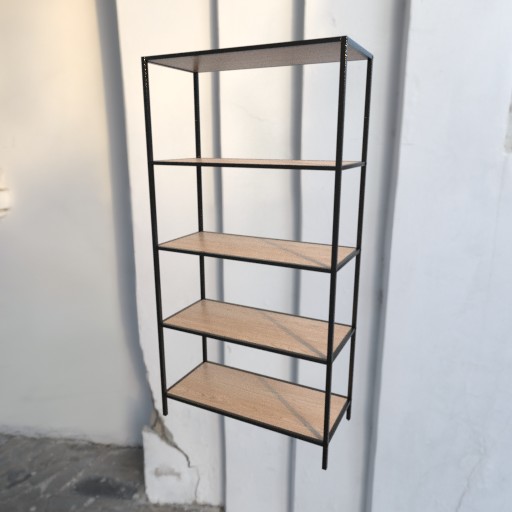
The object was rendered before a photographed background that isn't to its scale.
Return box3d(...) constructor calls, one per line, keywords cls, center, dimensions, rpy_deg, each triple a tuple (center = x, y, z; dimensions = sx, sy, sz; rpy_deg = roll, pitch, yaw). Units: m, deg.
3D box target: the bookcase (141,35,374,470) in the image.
box3d(cls="bookcase", center=(0.000, 0.000, 1.798), dimensions=(0.770, 1.500, 0.350), rpy_deg=(7, 16, 26))
